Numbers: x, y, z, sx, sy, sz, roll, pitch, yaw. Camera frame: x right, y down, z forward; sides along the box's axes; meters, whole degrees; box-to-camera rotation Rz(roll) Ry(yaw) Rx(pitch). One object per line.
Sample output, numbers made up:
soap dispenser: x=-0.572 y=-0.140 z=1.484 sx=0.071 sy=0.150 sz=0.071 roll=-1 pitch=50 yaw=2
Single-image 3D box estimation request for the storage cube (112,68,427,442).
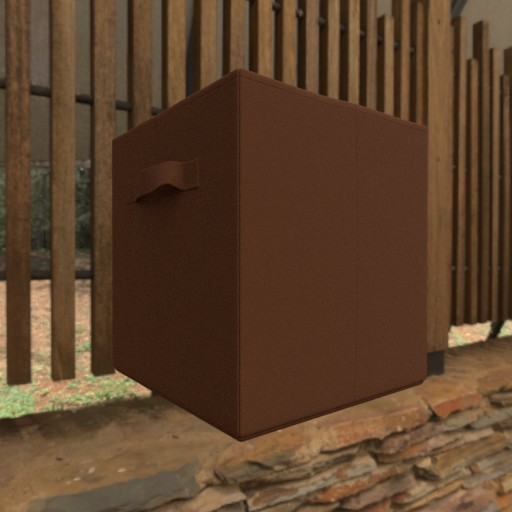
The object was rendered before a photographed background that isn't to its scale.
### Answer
storage cube: x=0.000 y=0.000 z=0.503 sx=0.270 sy=0.280 sz=0.270 roll=0 pitch=1 yaw=-38
